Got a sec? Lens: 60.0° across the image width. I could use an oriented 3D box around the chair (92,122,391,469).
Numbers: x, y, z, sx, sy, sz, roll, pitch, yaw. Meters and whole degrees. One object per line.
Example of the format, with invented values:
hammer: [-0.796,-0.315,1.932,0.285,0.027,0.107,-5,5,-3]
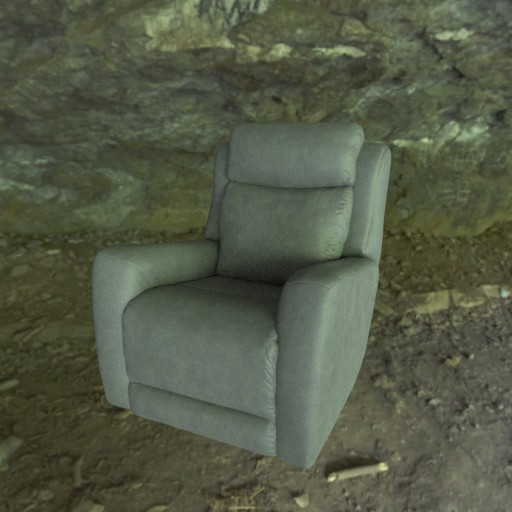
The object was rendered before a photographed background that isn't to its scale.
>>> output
chair: [0.000,0.000,1.901,0.967,1.116,1.068,7,17,25]
